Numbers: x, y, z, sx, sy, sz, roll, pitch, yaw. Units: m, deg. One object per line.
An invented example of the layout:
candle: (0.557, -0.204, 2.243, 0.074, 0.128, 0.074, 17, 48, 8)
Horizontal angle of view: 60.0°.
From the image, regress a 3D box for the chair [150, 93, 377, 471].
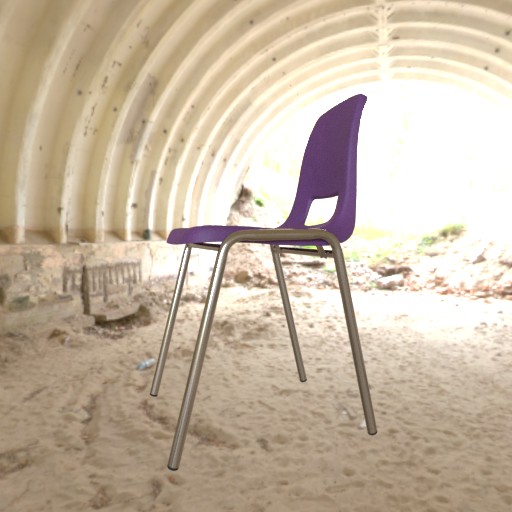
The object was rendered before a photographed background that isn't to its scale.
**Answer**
chair: (0.000, 0.000, 0.970, 0.432, 0.704, 0.381, -1, 3, -18)
